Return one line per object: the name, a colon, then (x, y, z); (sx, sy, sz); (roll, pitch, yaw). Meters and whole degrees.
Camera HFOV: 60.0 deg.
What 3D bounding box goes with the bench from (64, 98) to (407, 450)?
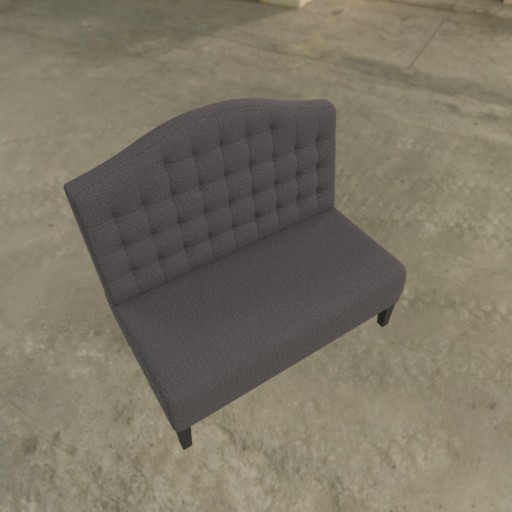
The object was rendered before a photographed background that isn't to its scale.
bench: (0.000, 0.000, 2.089); (1.335, 1.180, 0.815); (-25, 51, -22)
